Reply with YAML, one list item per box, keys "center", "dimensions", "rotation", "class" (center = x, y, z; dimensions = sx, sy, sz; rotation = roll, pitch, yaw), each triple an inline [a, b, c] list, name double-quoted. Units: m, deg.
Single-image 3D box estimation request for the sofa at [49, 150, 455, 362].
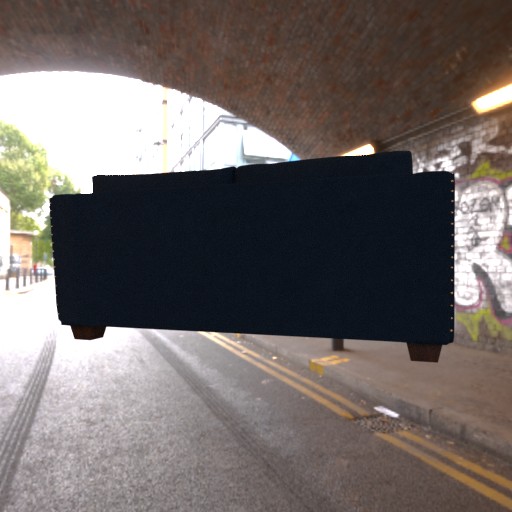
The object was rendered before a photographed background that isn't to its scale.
- center: [0.000, 0.000, 2.683]
  dimensions: [2.107, 0.983, 1.104]
  rotation: [0, -1, 18]
  class: "sofa"
